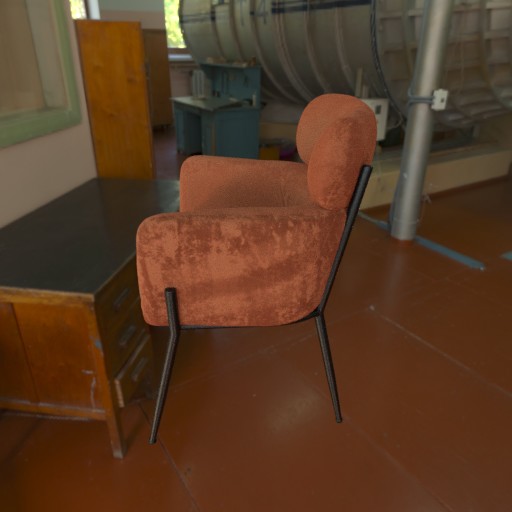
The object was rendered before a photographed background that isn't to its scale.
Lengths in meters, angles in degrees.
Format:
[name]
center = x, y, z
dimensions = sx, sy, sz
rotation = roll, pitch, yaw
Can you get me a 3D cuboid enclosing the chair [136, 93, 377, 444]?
[chair]
center = 0.000, 0.000, 1.151
dimensions = 0.523, 0.772, 0.561
rotation = 1, 26, 1
